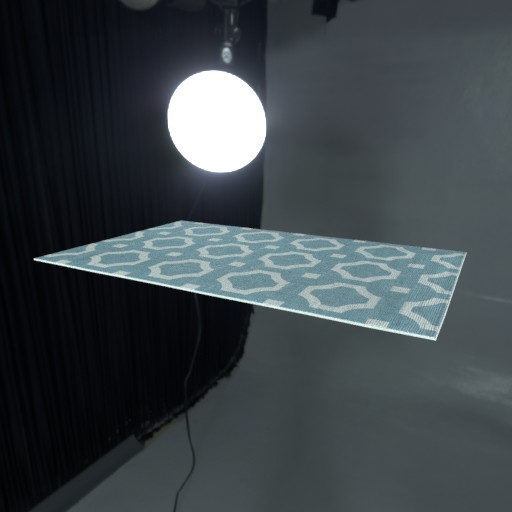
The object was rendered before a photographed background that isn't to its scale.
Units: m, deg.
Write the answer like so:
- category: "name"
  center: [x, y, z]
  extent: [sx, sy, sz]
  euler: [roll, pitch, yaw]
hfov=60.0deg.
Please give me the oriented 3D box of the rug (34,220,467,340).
- category: "rug"
  center: [0.000, 0.000, 2.940]
  extent: [2.443, 0.015, 1.528]
  euler: [8, 17, 28]
